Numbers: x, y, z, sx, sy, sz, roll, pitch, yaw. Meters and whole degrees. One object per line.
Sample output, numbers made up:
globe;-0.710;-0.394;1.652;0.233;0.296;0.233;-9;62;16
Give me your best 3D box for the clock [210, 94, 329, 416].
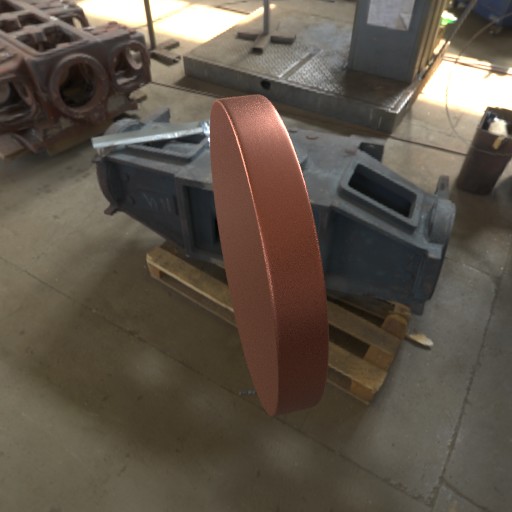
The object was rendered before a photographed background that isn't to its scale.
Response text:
clock;0.000;0.000;0.461;0.040;0.313;0.313;-10;48;-9
